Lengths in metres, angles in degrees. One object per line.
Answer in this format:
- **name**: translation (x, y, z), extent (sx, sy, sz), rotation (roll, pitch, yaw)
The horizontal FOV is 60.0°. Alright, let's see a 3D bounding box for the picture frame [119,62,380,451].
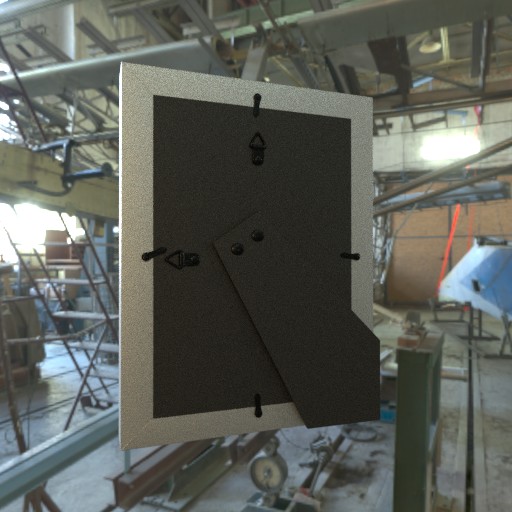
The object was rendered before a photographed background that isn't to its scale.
- **picture frame**: translation (0.000, 0.000, 0.269), extent (0.157, 0.208, 0.028), rotation (0, 0, -20)
